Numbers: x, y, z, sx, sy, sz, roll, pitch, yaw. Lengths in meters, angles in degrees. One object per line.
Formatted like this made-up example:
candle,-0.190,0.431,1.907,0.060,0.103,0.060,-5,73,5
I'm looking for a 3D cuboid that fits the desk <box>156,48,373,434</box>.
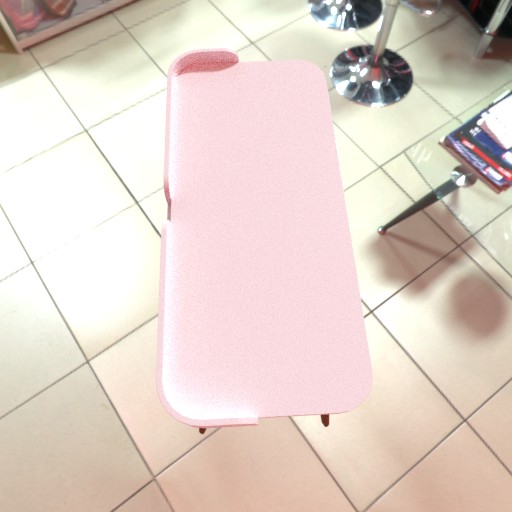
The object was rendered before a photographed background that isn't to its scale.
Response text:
desk,0.000,0.000,1.635,0.534,0.807,1.206,-3,66,-1
